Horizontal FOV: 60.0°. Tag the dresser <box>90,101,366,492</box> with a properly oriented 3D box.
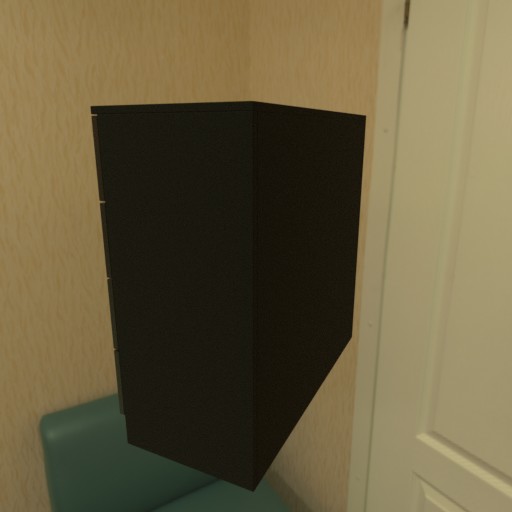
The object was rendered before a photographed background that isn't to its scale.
[{"bbox_3d":[0.000,0.000,1.164,0.360,0.720,0.750,8,18,25],"label":"dresser"}]
